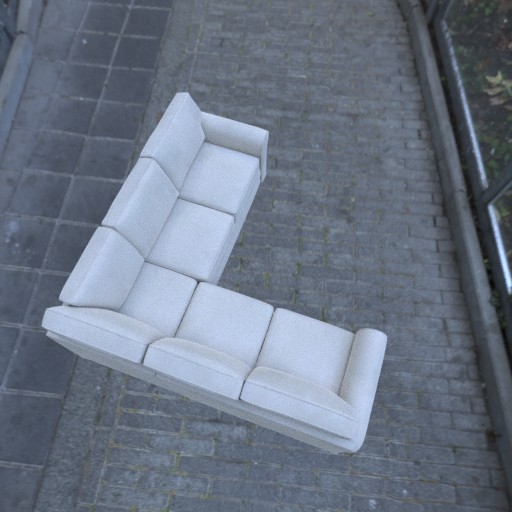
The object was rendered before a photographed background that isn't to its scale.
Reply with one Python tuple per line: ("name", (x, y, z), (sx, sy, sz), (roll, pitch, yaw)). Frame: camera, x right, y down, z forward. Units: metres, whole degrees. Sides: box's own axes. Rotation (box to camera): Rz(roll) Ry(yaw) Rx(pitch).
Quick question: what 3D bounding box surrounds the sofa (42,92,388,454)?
("sofa", (0.000, 0.000, 3.930), (2.487, 1.054, 2.569), (18, 66, 8))
